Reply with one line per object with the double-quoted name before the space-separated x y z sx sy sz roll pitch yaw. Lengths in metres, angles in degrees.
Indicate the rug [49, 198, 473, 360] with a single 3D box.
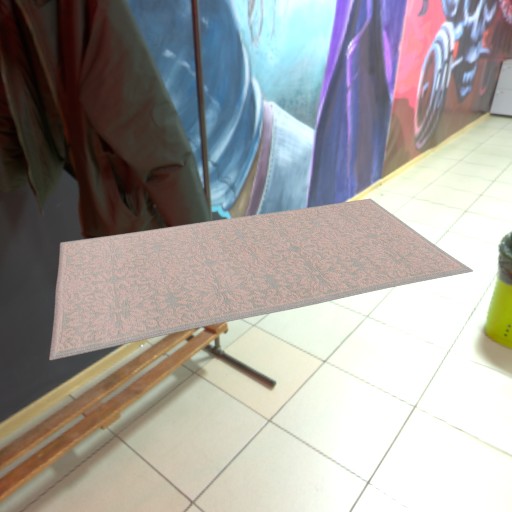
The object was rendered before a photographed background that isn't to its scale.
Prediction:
"rug" 0.000 0.000 1.446 1.219 0.007 0.604 -10 31 -16
